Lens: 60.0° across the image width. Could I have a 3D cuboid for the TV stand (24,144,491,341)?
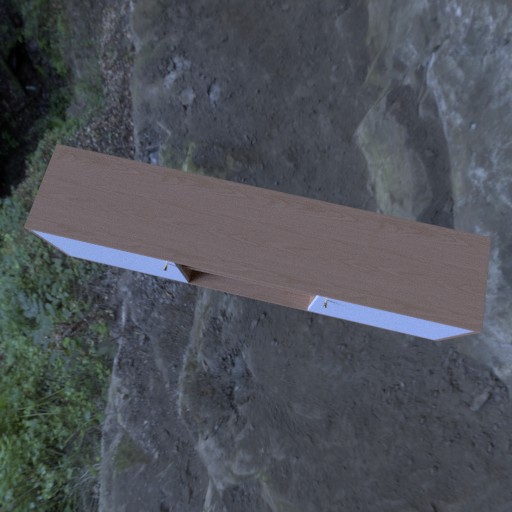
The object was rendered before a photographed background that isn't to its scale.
[{"bbox_3d":[0.000,0.000,1.982,1.760,0.580,0.400,13,75,3],"label":"TV stand"}]
